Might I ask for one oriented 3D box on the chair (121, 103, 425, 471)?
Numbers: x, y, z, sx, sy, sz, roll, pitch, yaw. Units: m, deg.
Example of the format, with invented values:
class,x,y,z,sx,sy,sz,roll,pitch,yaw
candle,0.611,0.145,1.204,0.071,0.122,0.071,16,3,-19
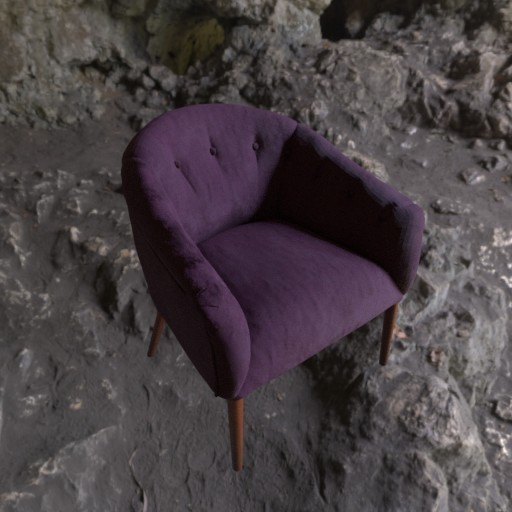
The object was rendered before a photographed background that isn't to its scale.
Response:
class,x,y,z,sx,sy,sz,roll,pitch,yaw
chair,0.000,0.000,1.504,0.851,0.885,0.776,-22,36,-33
